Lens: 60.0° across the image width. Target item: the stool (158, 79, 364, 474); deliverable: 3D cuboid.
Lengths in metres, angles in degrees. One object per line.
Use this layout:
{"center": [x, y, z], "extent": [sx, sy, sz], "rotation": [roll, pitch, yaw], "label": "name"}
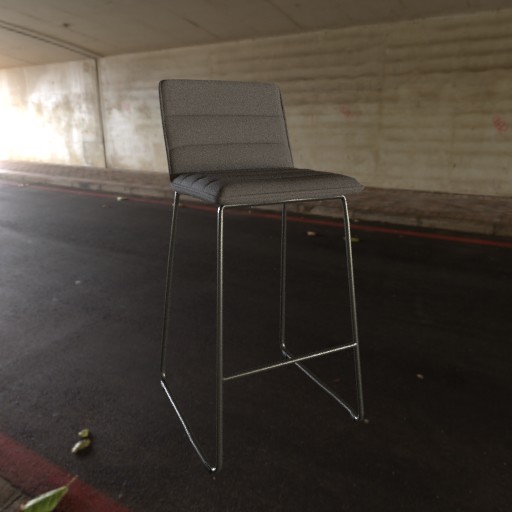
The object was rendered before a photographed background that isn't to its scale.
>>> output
{"center": [0.000, 0.000, 1.254], "extent": [0.490, 0.960, 0.490], "rotation": [-8, 19, -25], "label": "stool"}
